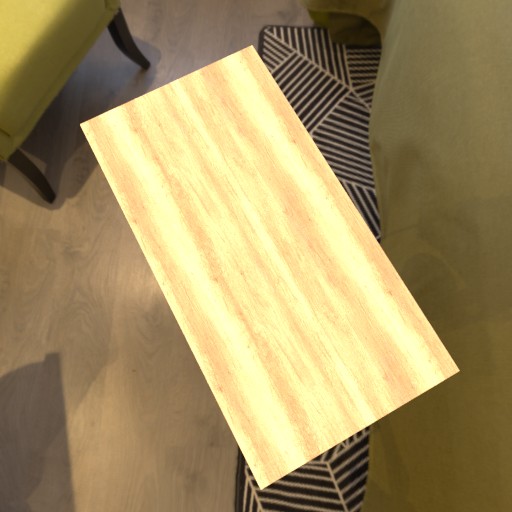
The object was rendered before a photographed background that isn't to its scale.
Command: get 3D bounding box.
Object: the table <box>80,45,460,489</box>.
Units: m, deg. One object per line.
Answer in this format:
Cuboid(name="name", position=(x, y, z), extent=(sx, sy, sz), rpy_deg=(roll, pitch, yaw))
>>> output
Cuboid(name="table", position=(0.000, 0.000, 1.698), extent=(0.700, 0.460, 1.350), rpy_deg=(-28, 77, -7))
